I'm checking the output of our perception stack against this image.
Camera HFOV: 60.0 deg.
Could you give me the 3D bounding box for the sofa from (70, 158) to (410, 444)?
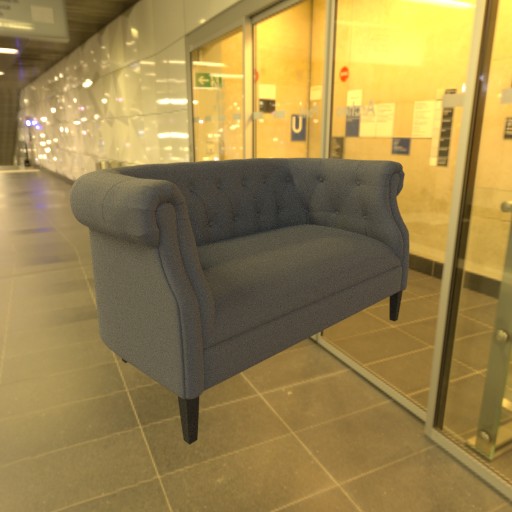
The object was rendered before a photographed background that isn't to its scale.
[{"bbox_3d":[0.000,0.000,2.026,0.835,0.827,1.558,15,21,43],"label":"sofa"}]
